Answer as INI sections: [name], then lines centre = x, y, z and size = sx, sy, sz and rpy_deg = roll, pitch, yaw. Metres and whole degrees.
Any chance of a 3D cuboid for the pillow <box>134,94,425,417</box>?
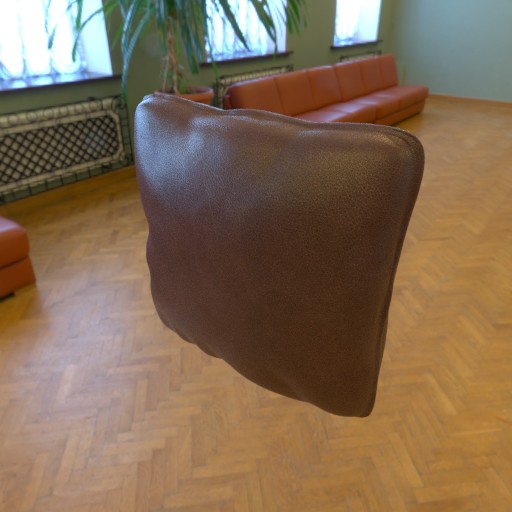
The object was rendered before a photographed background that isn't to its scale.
[pillow]
centre = 0.000, 0.000, 0.804
size = 0.532, 0.523, 0.236
rpy_deg = 20, 35, 31
